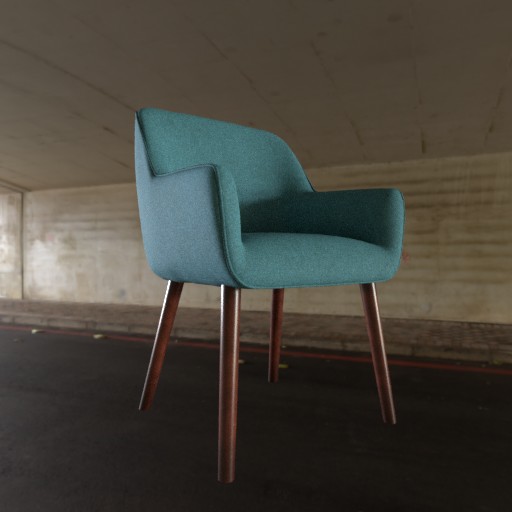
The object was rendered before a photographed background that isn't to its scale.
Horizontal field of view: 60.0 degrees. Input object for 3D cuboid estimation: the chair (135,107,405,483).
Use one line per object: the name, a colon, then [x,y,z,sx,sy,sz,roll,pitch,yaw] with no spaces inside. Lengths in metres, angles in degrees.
chair: [0.000,0.000,1.124,0.543,0.803,0.519,0,0,-36]
